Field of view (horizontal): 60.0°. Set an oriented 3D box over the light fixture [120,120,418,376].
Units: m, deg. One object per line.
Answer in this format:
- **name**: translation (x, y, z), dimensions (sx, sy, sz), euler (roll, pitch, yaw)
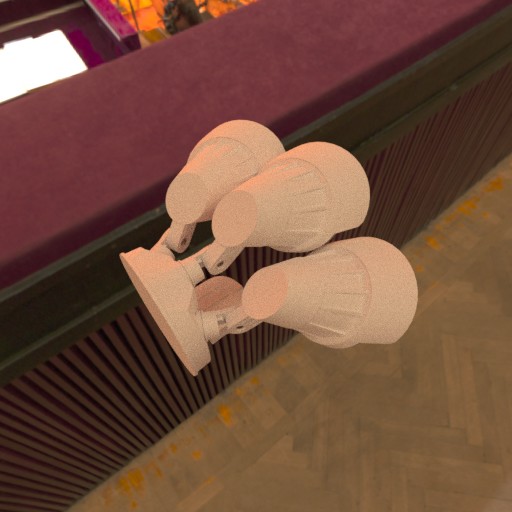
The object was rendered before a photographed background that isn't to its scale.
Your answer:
- **light fixture**: translation (0.000, 0.000, 0.548), dimensions (0.278, 0.237, 0.369), euler (-32, 63, -18)
